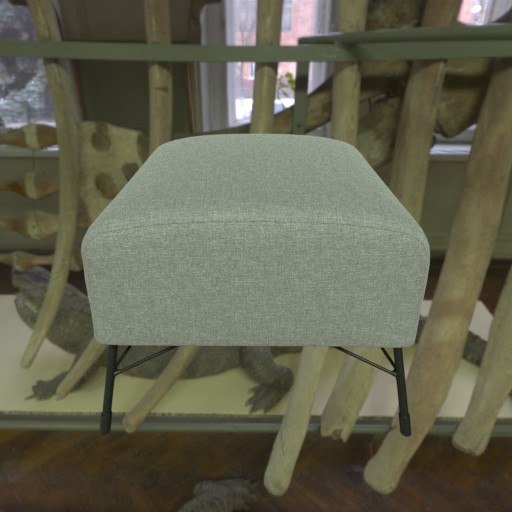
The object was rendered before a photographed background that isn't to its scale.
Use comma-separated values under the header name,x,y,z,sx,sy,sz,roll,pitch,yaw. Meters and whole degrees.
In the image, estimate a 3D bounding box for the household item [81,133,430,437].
name,x,y,z,sx,sy,sz,roll,pitch,yaw
household item,0.000,0.000,0.889,0.530,0.410,0.530,0,27,0
